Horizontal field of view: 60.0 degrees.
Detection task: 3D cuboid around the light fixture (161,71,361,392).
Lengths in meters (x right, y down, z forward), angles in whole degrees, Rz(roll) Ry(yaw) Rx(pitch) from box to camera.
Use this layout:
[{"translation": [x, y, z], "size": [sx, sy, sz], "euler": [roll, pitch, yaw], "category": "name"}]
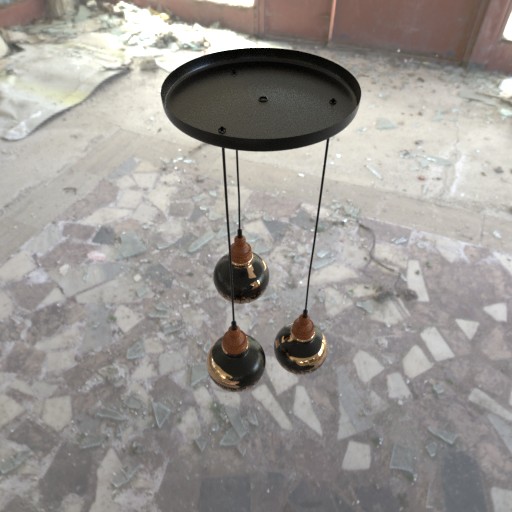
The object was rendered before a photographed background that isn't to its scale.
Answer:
[{"translation": [0.000, 0.000, 1.763], "size": [0.608, 1.410, 0.605], "euler": [-23, 50, -21], "category": "light fixture"}]
